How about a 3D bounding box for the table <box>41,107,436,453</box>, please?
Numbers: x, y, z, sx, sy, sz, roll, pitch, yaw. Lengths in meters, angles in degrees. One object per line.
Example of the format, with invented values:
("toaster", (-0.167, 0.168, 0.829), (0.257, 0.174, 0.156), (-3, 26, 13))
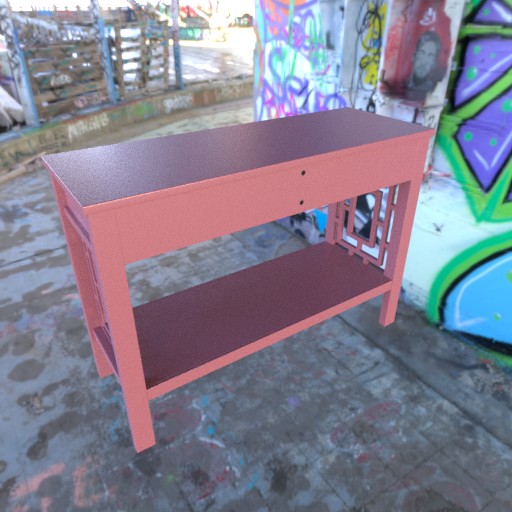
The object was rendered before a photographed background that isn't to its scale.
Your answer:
("table", (0.000, 0.000, 1.440), (1.068, 0.753, 0.397), (-19, 35, -29))
